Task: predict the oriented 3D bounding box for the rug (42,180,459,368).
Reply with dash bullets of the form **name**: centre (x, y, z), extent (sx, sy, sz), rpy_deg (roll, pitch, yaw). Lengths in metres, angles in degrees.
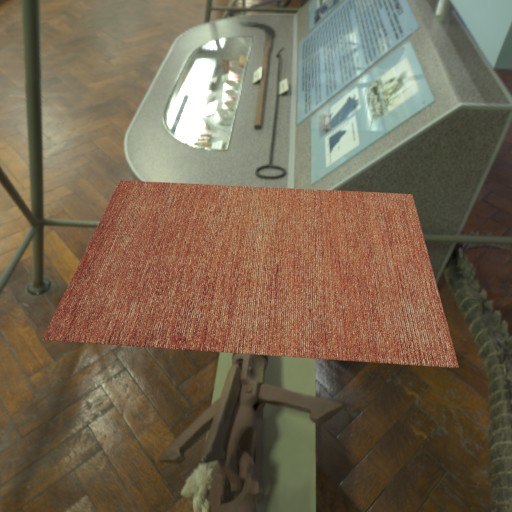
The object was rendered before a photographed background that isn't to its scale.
- **rug**: centre (0.000, 0.000, 2.242), extent (1.747, 0.011, 1.139), rpy_deg (3, 46, 3)
